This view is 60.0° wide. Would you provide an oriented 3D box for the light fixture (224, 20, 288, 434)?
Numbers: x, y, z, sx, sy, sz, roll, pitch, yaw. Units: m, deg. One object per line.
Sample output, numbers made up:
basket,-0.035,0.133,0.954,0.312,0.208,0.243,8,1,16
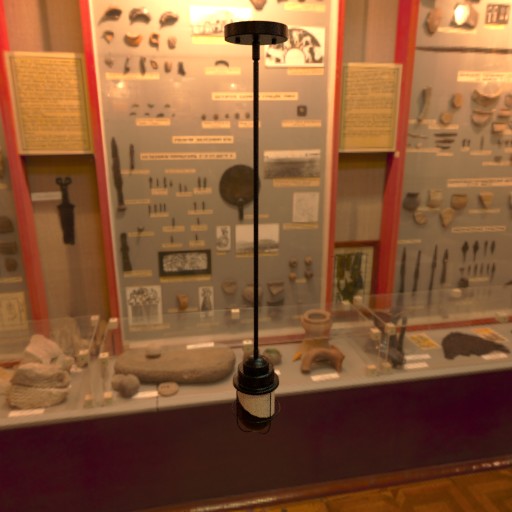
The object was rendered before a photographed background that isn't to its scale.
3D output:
light fixture,0.000,0.000,0.987,0.123,0.920,0.123,-3,17,-9
